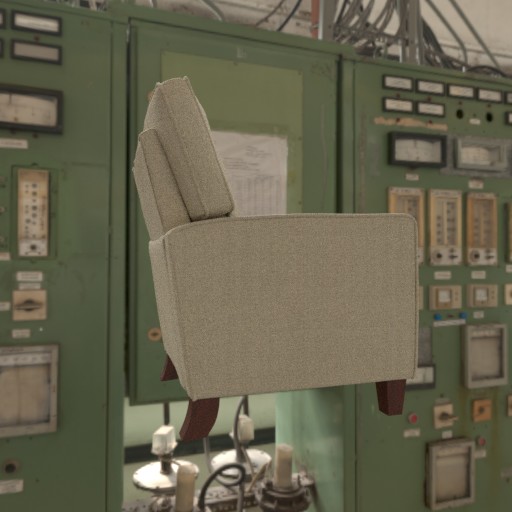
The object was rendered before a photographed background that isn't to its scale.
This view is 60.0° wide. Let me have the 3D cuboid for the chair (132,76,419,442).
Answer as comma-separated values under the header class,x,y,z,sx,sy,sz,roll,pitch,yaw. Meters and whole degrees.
class,x,y,z,sx,sy,sz,roll,pitch,yaw
chair,0.000,0.000,1.419,0.754,0.888,0.648,0,0,-17
